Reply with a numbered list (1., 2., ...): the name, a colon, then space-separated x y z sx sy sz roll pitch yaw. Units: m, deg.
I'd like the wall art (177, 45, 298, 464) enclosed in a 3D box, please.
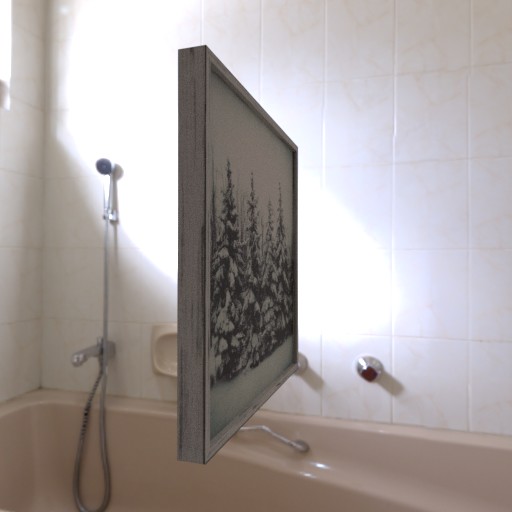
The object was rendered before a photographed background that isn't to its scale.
1. wall art: 0.000 0.000 0.779 0.038 0.506 0.506 0 -1 18
